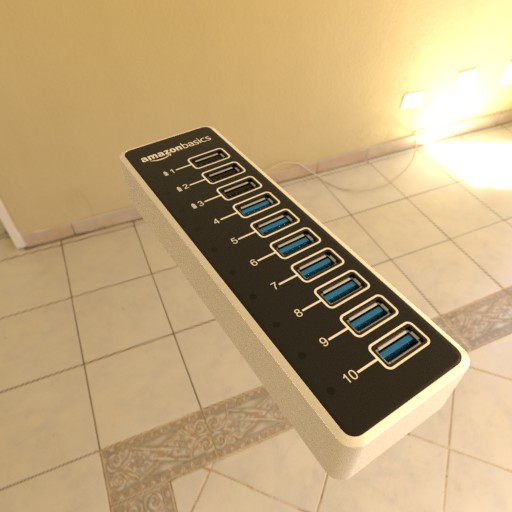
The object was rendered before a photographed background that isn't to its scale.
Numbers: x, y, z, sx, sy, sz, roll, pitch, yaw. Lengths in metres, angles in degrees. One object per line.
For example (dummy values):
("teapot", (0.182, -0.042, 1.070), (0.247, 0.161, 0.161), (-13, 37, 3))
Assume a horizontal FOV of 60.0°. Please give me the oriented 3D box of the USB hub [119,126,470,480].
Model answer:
("USB hub", (0.000, 0.000, 0.157), (0.044, 0.023, 0.145), (-25, 51, -22))
